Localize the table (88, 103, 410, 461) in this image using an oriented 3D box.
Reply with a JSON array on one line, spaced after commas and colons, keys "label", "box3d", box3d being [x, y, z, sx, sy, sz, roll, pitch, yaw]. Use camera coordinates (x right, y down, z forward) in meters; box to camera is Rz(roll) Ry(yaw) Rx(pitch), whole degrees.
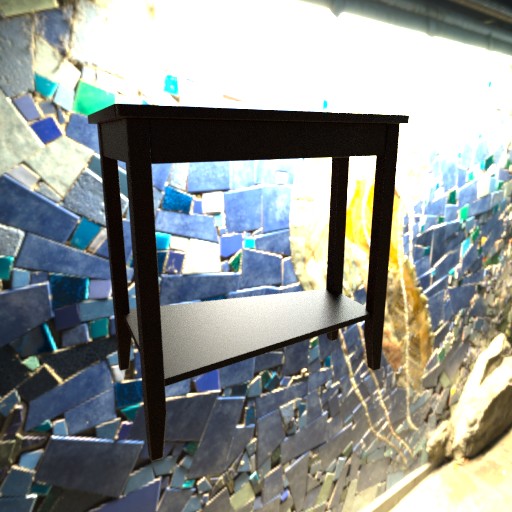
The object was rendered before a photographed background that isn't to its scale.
[{"label": "table", "box3d": [0.000, 0.000, 0.967, 0.605, 0.589, 0.399, -7, 17, -24]}]
